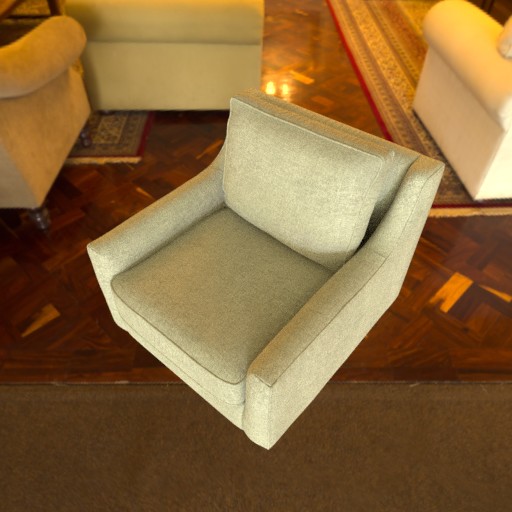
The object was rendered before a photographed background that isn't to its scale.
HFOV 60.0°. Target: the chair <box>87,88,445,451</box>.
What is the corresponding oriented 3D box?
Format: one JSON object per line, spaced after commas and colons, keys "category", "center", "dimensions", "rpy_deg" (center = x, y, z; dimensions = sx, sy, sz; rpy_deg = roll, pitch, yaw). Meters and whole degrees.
{"category": "chair", "center": [0.000, 0.000, 1.597], "dimensions": [0.838, 0.864, 0.918], "rpy_deg": [32, 54, 27]}
